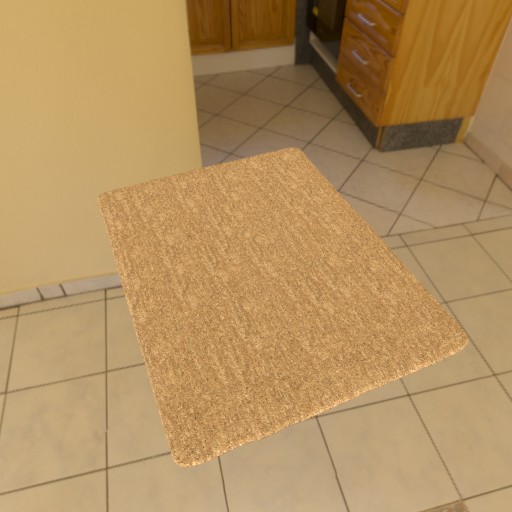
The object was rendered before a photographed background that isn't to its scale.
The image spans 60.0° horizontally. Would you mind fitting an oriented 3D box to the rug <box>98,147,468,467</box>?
[{"bbox_3d":[0.000,0.000,3.787,2.242,0.050,2.873,-17,48,-16],"label":"rug"}]
